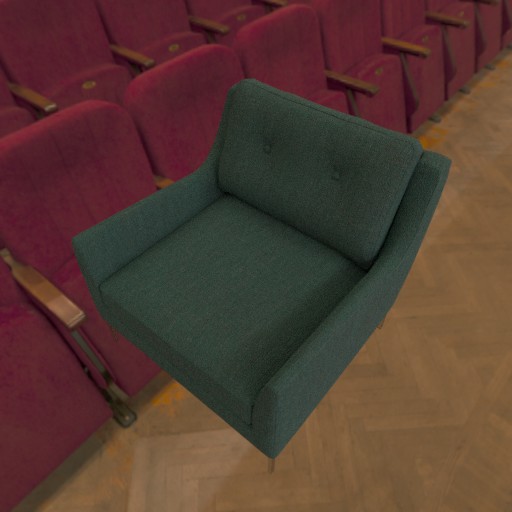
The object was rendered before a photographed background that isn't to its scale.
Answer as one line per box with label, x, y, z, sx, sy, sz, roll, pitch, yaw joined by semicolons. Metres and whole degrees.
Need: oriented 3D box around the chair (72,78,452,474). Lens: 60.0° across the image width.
chair;0.000;0.000;1.499;0.847;0.828;0.849;31;53;26
